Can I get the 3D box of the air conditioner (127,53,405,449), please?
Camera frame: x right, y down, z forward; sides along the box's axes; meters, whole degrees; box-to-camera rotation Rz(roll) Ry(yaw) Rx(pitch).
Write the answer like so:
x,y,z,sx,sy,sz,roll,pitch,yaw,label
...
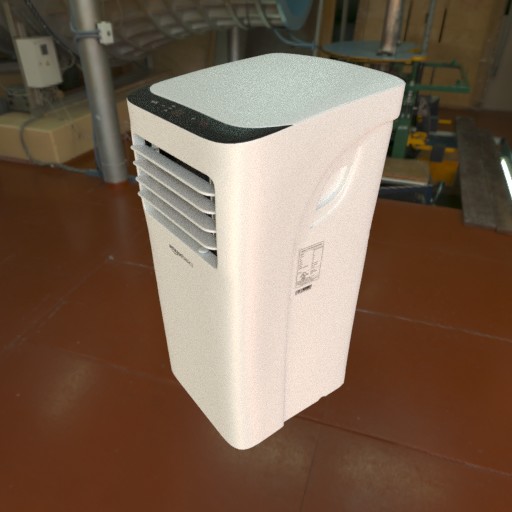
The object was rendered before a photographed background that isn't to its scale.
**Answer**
x,y,z,sx,sy,sz,roll,pitch,yaw,label
0.000,0.000,0.910,0.369,0.716,0.352,-22,39,-31,air conditioner
